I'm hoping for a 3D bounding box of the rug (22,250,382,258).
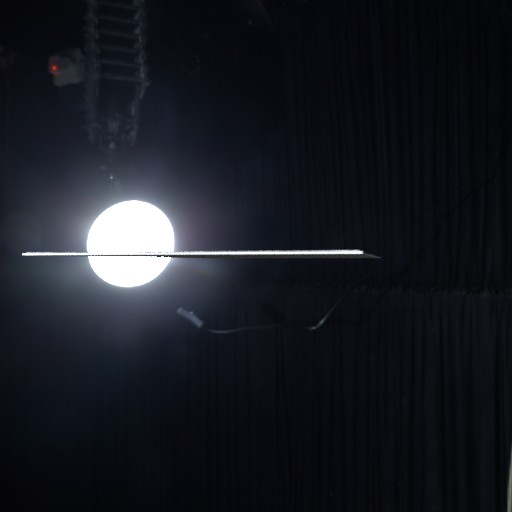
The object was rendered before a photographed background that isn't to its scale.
[{"bbox_3d":[0.000,0.000,3.456,1.819,0.018,2.746,0,-1,17],"label":"rug"}]
